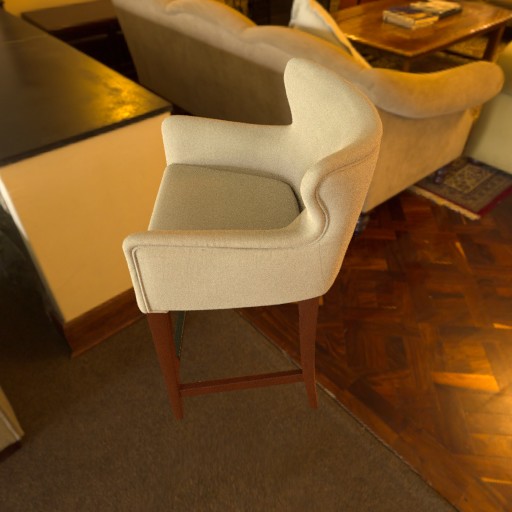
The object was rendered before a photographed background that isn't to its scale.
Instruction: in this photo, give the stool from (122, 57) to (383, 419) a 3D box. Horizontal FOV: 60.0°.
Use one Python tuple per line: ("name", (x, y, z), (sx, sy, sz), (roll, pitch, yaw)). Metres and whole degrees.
("stool", (0.000, 0.000, 1.319), (0.570, 0.951, 0.601), (0, 42, 0))
